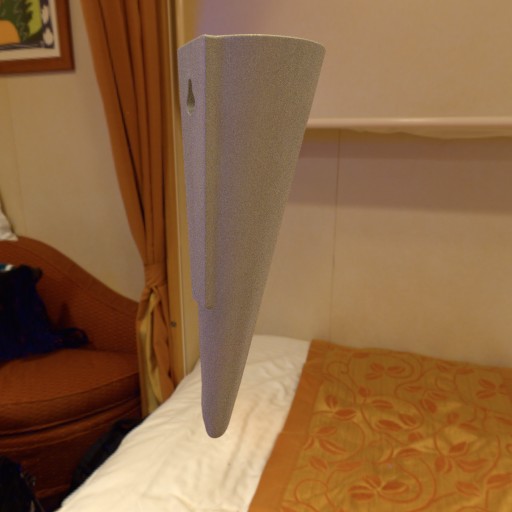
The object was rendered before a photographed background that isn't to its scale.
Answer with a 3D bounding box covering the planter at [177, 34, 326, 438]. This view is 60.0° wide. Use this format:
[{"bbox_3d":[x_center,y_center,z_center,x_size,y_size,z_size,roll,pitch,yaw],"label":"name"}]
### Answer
[{"bbox_3d":[0.000,0.000,0.222,0.064,0.191,0.057,-8,16,-27],"label":"planter"}]
